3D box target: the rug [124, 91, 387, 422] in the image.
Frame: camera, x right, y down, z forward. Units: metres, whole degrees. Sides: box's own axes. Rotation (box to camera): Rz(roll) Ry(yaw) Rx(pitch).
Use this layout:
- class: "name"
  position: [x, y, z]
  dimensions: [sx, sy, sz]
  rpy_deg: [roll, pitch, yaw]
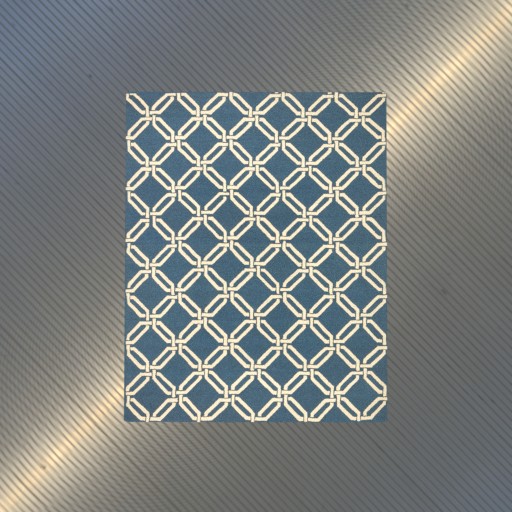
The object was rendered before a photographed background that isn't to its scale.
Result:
- class: "rug"
  position: [0.000, 0.000, 3.843]
  dimensions: [2.277, 0.020, 2.867]
  rpy_deg: [0, 89, 0]
